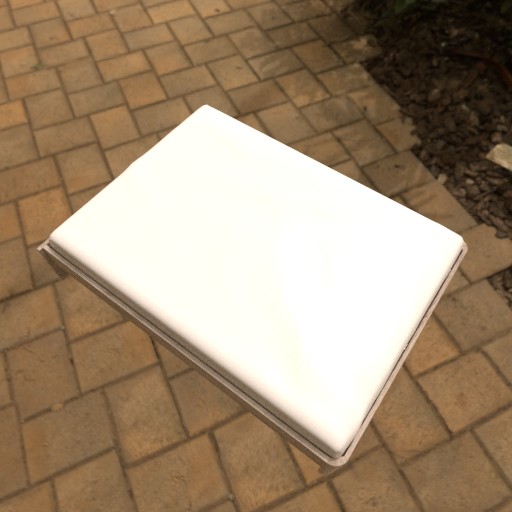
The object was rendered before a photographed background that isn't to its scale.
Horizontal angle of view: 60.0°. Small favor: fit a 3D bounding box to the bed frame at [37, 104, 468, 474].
[{"bbox_3d":[0.000,0.000,2.593,1.950,0.462,1.490,32,64,18],"label":"bed frame"}]
